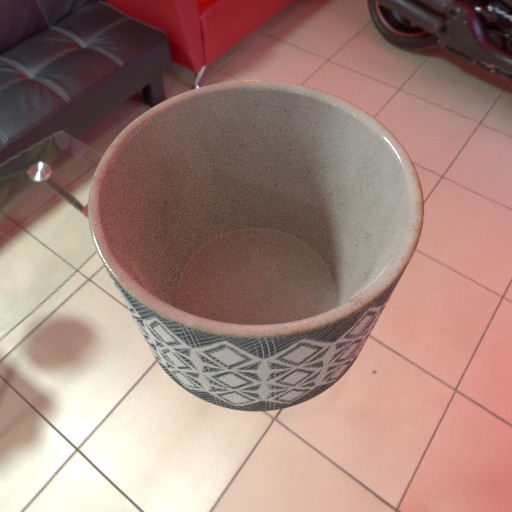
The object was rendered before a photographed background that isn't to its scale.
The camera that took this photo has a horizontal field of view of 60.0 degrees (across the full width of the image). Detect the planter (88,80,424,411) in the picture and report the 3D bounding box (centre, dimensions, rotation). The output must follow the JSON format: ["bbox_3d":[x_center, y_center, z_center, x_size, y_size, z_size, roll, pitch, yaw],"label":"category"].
[{"bbox_3d":[0.000,0.000,0.213,0.126,0.104,0.126,0,57,0],"label":"planter"}]
